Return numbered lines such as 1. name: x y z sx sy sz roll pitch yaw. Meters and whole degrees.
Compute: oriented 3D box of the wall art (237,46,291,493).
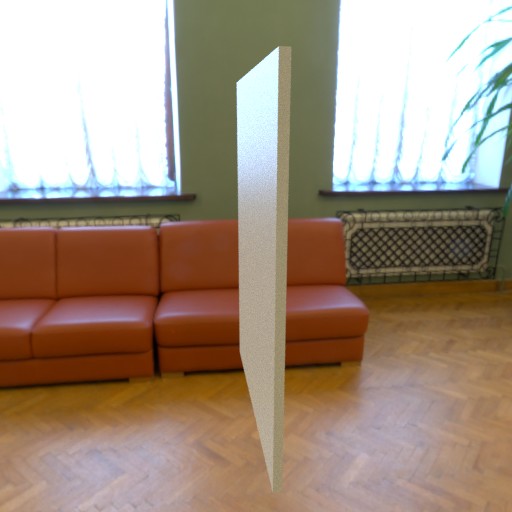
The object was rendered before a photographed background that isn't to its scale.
1. wall art: 0.000 0.000 0.684 0.013 0.533 0.381 -2 17 -8
